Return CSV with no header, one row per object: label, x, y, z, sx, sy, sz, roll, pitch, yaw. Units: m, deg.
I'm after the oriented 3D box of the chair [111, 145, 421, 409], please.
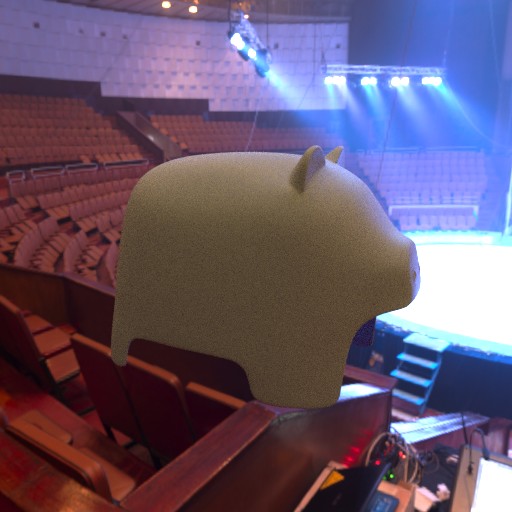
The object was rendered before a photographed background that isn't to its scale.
chair,0.000,0.000,0.880,0.619,0.423,0.364,7,15,26
